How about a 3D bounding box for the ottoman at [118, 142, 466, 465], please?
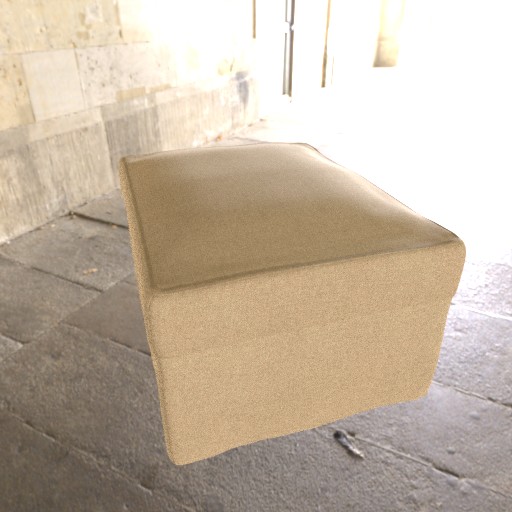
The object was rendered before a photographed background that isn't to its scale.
[{"bbox_3d":[0.000,0.000,1.225,0.650,0.485,0.833,-9,31,-16],"label":"ottoman"}]
